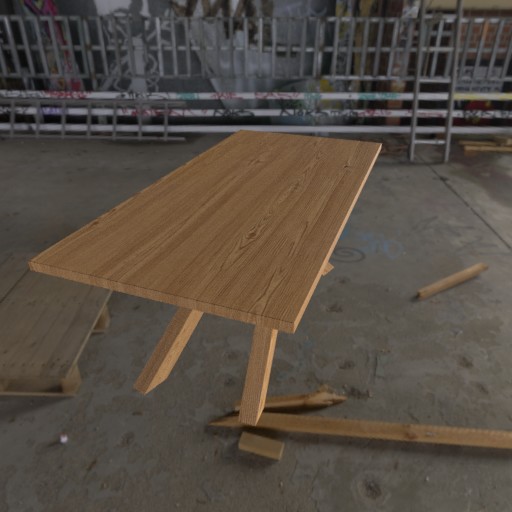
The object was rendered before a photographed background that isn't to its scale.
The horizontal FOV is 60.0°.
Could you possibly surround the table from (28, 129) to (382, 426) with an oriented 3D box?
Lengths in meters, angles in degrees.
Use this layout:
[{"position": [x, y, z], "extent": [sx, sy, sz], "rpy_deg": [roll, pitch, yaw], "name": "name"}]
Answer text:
[{"position": [0.000, 0.000, 2.213], "extent": [0.901, 0.750, 1.797], "rpy_deg": [11, 32, 18], "name": "table"}]
